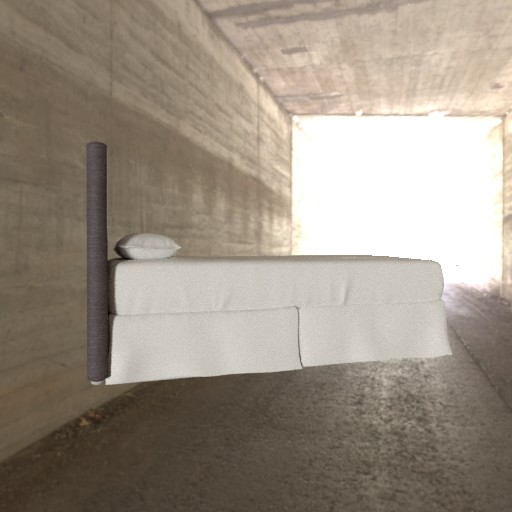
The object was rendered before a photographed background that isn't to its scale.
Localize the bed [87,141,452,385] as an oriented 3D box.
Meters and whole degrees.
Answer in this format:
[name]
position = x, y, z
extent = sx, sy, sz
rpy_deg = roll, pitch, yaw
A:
[bed]
position = 0.000, 0.000, 3.596
extent = 2.507, 1.441, 1.741
rpy_deg = 0, 1, -19
